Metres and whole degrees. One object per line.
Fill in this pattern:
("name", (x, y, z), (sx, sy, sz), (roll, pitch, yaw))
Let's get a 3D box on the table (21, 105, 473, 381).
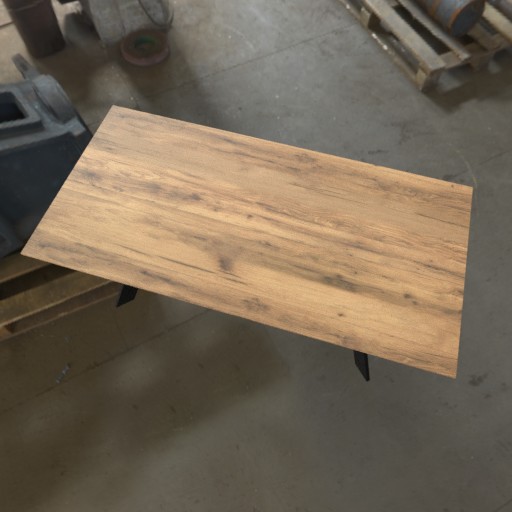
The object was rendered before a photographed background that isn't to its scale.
("table", (0.000, 0.000, 2.501), (2.000, 0.770, 1.000), (15, 63, 8))
